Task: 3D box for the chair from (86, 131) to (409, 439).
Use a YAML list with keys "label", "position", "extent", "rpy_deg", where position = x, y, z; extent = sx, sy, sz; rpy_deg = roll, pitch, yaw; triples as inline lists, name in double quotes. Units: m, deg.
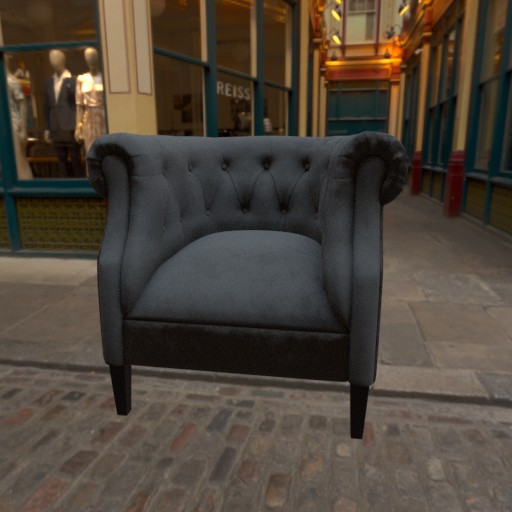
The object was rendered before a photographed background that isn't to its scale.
- label: "chair"
  position: [0.000, 0.000, 1.551]
  extent: [0.904, 0.826, 0.851]
  rpy_deg: [2, 14, 9]
